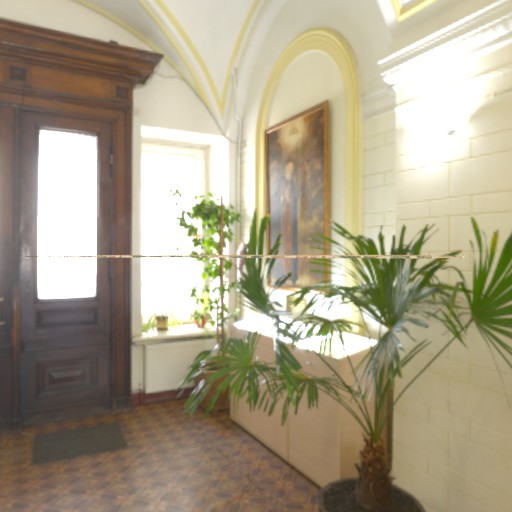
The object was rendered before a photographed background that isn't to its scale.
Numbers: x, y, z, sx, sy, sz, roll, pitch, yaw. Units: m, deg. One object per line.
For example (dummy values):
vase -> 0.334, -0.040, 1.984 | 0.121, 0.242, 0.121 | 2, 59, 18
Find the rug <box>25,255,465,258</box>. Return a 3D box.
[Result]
rug -> 0.000, 0.000, 2.320 | 1.829, 0.010, 1.219 | 0, 0, 16
